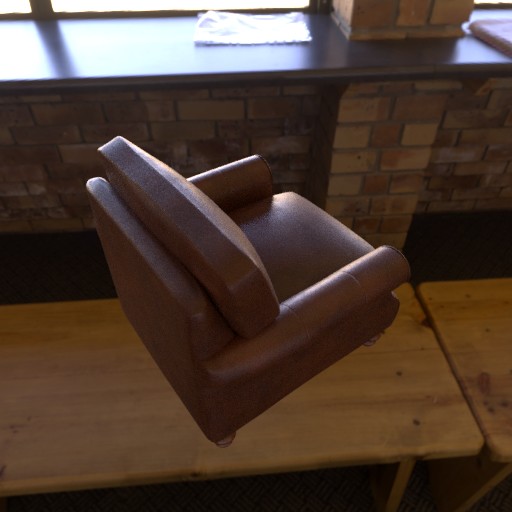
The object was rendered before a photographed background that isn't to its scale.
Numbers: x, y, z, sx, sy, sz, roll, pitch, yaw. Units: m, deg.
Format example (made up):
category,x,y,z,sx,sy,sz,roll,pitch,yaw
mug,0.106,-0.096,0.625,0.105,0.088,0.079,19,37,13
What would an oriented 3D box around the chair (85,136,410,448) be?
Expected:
category,x,y,z,sx,sy,sz,roll,pitch,yaw
chair,0.000,0.000,1.792,0.992,0.972,0.989,-26,48,-26
